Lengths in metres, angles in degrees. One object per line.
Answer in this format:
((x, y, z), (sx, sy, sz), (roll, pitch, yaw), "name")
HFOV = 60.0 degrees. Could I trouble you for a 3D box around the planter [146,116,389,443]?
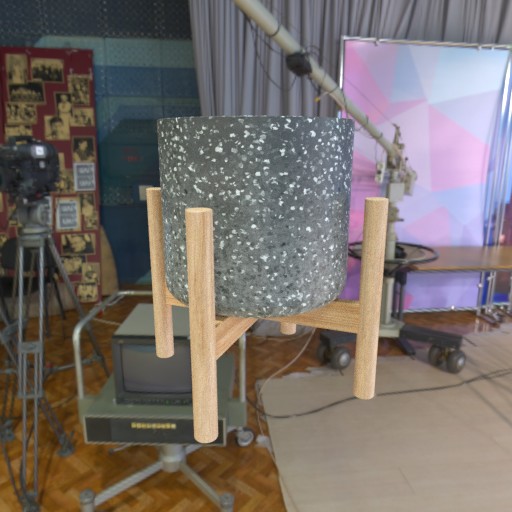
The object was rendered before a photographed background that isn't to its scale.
((0.000, 0.000, 0.549), (0.284, 0.320, 0.284), (14, 20, 42), "planter")
